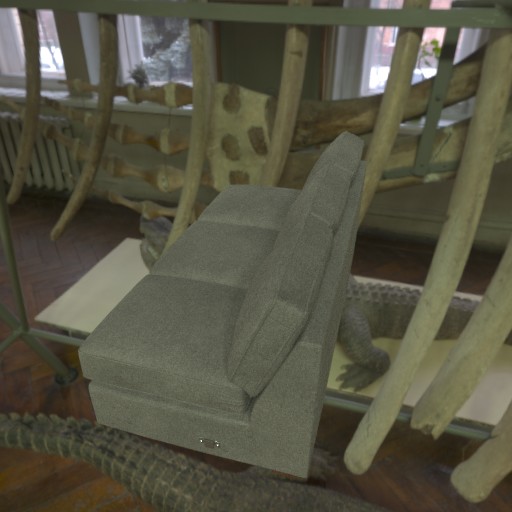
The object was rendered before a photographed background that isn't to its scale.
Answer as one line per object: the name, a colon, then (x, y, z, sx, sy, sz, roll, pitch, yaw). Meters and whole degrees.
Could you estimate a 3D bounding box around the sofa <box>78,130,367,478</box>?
sofa: (0.000, 0.000, 2.506, 1.027, 0.973, 1.962, 9, 32, 14)
